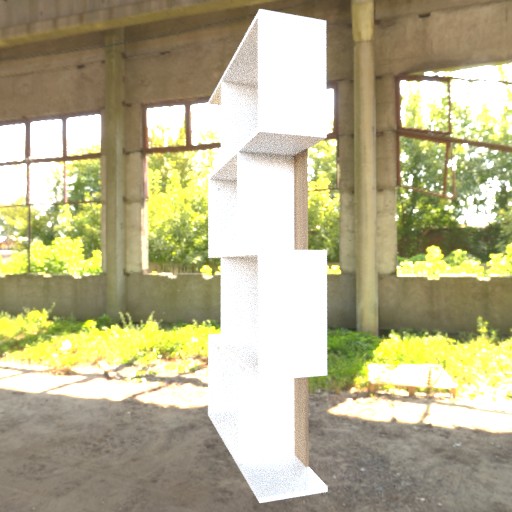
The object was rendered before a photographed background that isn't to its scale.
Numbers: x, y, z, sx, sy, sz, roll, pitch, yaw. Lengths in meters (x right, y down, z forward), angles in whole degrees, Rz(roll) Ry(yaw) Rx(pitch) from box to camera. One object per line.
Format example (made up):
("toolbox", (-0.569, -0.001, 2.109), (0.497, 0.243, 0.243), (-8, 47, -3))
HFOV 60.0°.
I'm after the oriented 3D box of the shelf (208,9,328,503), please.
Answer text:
("shelf", (0.000, 0.000, 1.941), (0.250, 1.650, 0.890), (0, -1, -17))
